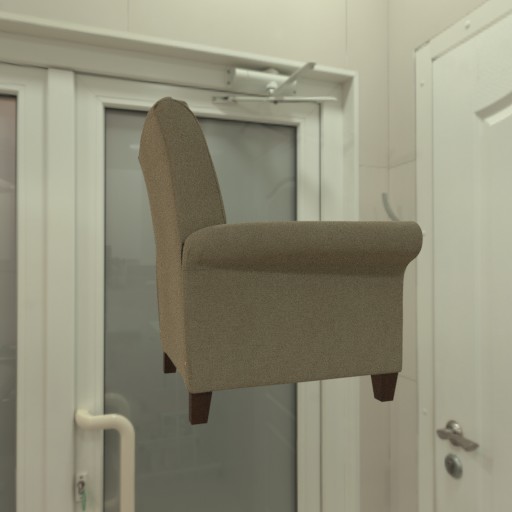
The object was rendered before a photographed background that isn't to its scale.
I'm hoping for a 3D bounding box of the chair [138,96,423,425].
[{"bbox_3d":[0.000,0.000,1.825,0.905,1.061,0.978,0,-1,-19],"label":"chair"}]
